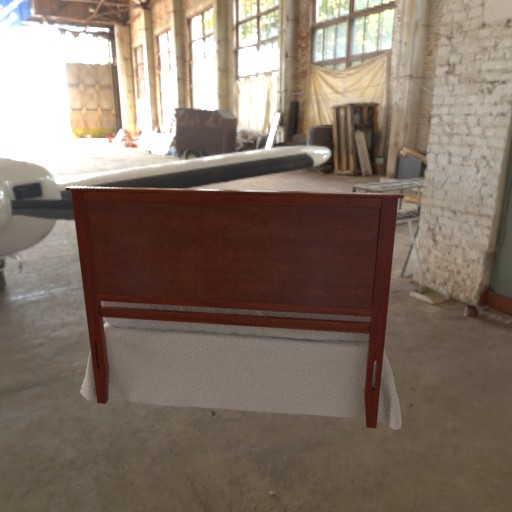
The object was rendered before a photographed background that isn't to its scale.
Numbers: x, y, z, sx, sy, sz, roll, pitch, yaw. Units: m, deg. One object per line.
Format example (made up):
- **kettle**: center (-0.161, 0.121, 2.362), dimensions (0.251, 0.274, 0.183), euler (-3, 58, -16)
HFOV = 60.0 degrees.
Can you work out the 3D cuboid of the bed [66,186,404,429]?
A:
- **bed**: center (0.000, 0.000, 3.267), dimensions (1.870, 1.270, 2.050), euler (2, 17, 8)
